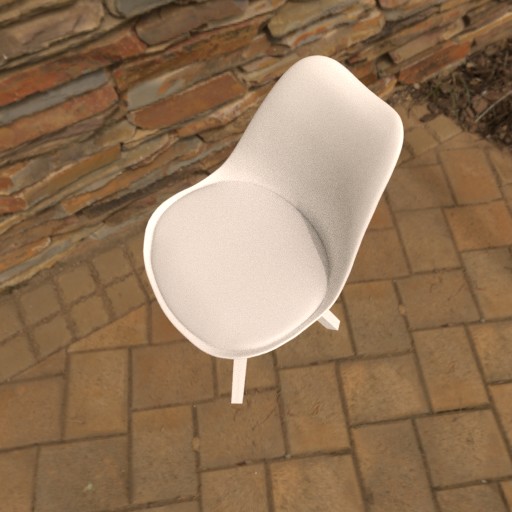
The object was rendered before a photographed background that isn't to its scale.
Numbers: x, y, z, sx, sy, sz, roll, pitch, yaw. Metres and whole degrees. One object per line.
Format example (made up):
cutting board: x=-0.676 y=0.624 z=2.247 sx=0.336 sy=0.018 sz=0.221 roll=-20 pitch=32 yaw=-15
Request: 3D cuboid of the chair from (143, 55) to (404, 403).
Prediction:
chair: x=0.000 y=0.000 z=1.162 sx=0.550 sy=0.850 sz=0.485 roll=-34 pitch=69 yaw=-15
